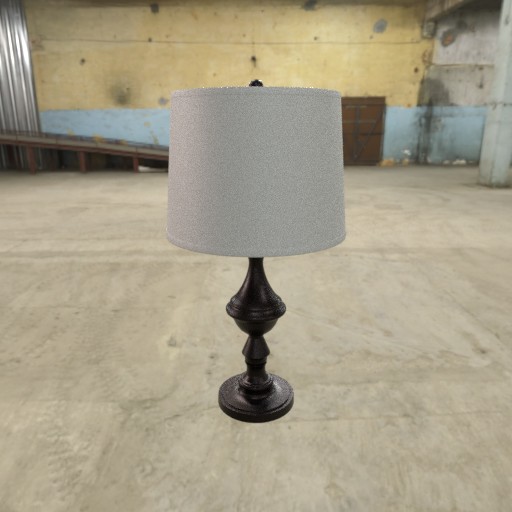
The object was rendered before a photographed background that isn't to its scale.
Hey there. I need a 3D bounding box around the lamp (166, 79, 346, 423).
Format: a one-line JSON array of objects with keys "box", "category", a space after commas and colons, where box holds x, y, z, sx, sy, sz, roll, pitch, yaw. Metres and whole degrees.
[{"box": [0.000, 0.000, 0.976, 0.383, 0.726, 0.383, 0, 16, 0], "category": "lamp"}]
